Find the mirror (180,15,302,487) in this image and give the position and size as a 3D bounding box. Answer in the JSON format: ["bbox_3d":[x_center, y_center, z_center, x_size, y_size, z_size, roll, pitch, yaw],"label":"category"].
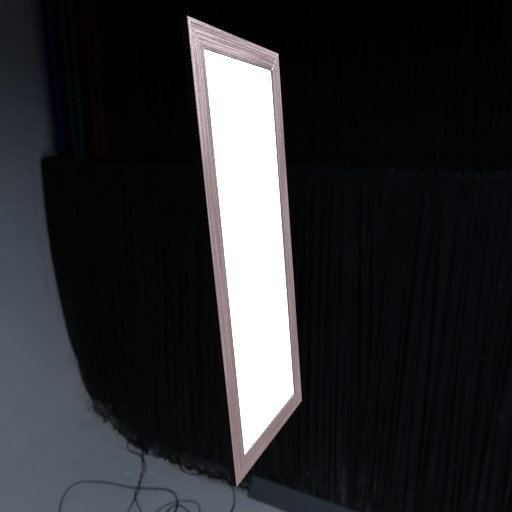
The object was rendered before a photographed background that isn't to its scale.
[{"bbox_3d":[0.000,0.000,2.220,0.221,2.020,0.812,7,16,27],"label":"mirror"}]
